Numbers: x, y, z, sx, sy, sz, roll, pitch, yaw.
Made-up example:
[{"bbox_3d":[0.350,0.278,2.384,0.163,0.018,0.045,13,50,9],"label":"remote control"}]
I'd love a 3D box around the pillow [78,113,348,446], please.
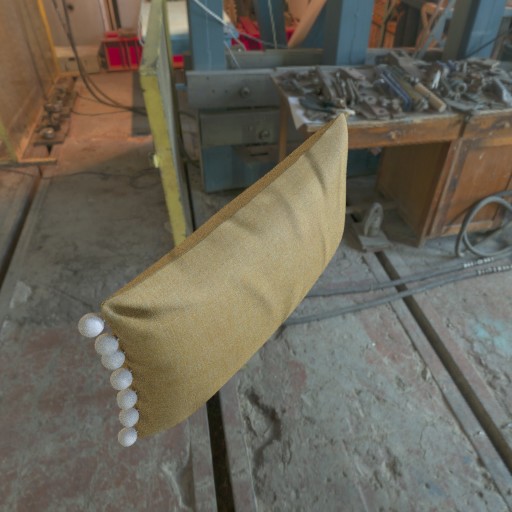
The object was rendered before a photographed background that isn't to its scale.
[{"bbox_3d":[0.000,0.000,0.814,0.201,0.322,0.709,24,45,25],"label":"pillow"}]
